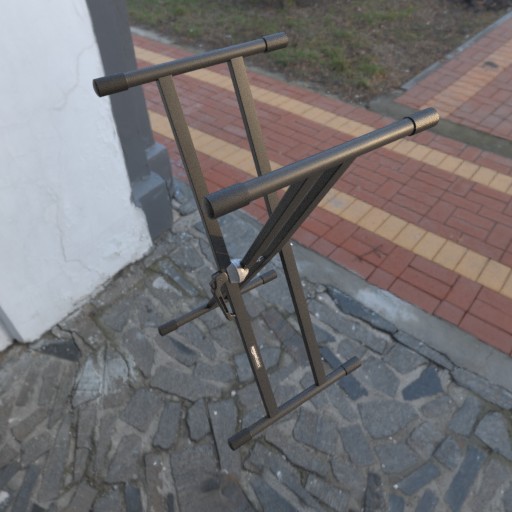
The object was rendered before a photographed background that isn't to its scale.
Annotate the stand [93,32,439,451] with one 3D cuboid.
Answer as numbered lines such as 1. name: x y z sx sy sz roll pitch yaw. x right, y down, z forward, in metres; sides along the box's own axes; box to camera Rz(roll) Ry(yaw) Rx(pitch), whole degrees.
1. stand: 0.000 0.000 1.180 0.495 0.900 0.503 -26 51 -23
